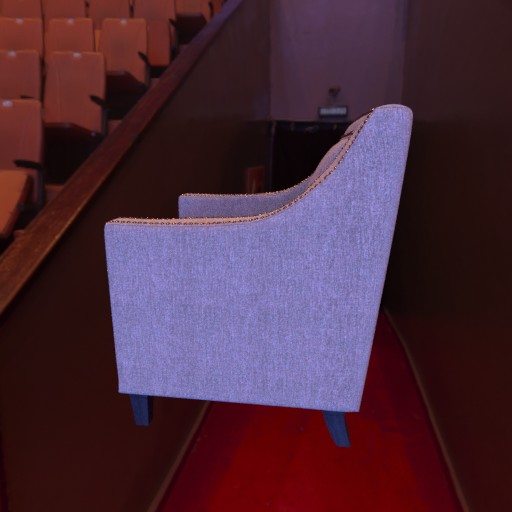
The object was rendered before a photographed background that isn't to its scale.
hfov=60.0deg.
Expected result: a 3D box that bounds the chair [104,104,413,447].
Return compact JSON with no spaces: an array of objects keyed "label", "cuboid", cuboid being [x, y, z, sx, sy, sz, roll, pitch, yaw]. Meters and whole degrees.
[{"label":"chair","cuboid":[0.000,0.000,1.591,0.884,0.967,0.776,2,14,8]}]
